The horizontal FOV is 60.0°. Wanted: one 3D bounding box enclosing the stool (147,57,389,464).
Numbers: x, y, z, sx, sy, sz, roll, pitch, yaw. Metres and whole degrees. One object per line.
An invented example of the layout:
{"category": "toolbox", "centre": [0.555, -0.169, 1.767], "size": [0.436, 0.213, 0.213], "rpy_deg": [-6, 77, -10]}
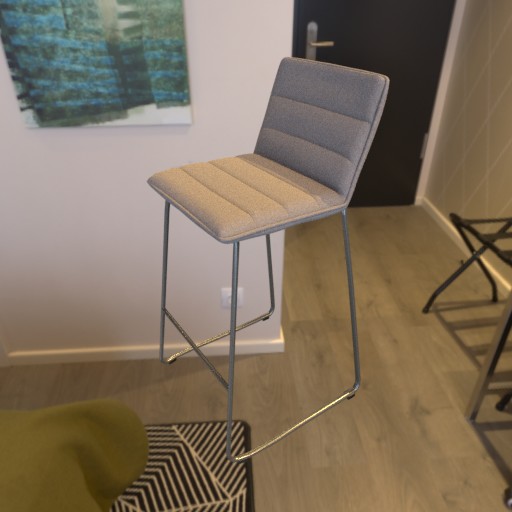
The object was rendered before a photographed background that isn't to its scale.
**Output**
{"category": "stool", "centre": [0.000, 0.000, 1.237], "size": [0.490, 0.960, 0.490], "rpy_deg": [-20, 37, -29]}
